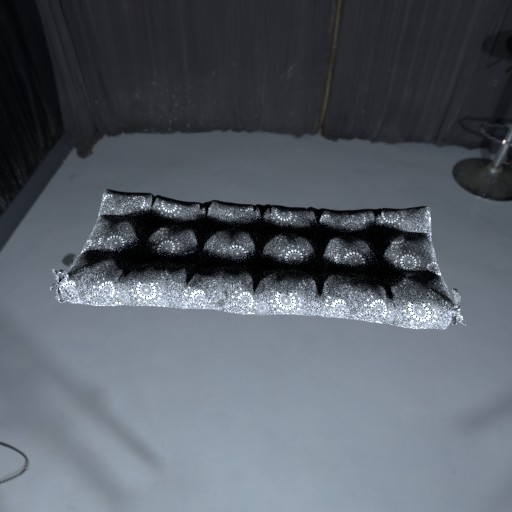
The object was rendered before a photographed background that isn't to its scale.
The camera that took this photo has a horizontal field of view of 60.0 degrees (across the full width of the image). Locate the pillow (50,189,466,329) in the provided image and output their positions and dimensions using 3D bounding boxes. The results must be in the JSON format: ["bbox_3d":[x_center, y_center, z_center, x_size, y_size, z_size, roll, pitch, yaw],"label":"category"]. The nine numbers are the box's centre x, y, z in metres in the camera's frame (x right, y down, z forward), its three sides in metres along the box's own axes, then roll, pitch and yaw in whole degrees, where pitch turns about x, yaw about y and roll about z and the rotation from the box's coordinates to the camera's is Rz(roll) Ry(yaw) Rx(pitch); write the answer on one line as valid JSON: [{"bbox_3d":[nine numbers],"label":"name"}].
[{"bbox_3d":[0.000,0.000,1.373,1.194,0.174,0.511,3,46,3],"label":"pillow"}]
